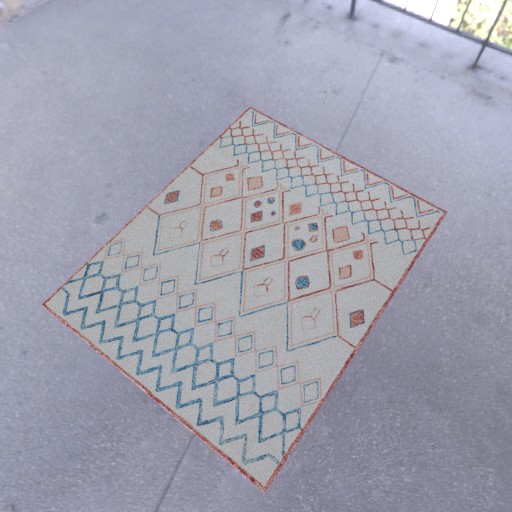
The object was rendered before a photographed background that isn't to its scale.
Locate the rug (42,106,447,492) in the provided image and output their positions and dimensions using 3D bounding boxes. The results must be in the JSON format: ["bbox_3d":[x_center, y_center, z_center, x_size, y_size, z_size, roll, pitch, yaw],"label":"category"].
[{"bbox_3d":[0.000,0.000,4.137,2.441,0.016,3.050,33,66,17],"label":"rug"}]
